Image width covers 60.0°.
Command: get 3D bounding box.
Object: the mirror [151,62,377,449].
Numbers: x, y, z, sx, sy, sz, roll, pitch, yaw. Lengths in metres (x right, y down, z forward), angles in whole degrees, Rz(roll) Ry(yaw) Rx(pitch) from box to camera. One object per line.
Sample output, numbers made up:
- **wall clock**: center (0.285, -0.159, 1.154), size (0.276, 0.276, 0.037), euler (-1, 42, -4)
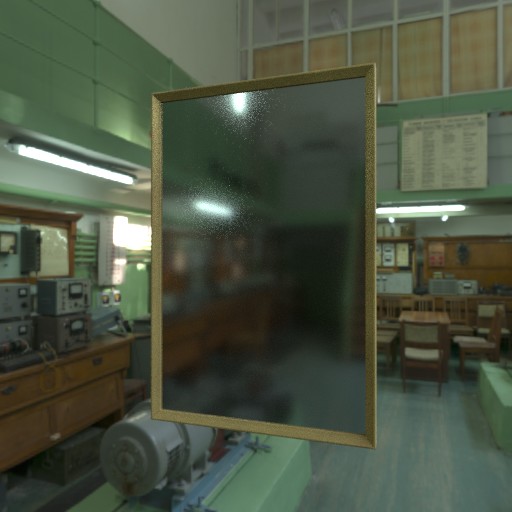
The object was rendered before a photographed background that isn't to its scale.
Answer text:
- **mirror**: center (0.000, 0.000, 1.164), size (0.609, 0.915, 0.041), euler (0, 0, 19)
